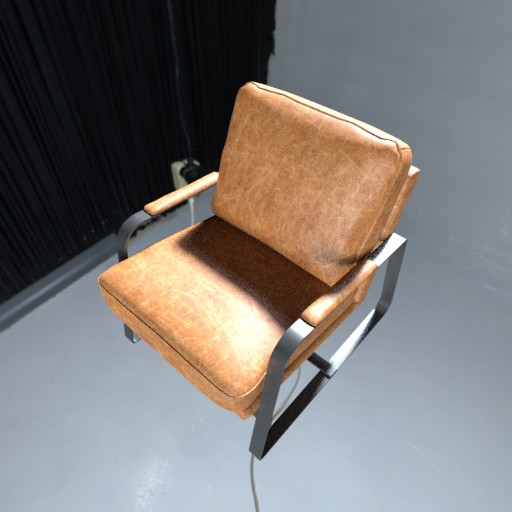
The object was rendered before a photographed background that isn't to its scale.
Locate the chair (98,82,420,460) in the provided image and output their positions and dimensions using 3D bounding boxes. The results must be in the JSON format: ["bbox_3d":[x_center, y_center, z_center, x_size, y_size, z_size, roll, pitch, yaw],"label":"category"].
[{"bbox_3d":[0.000,0.000,1.355,0.651,0.777,0.801,33,55,27],"label":"chair"}]
